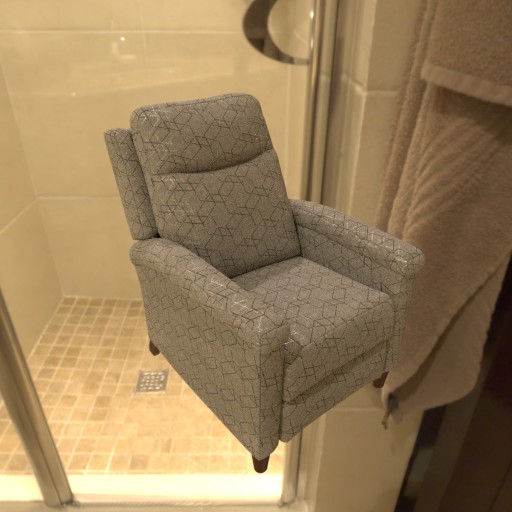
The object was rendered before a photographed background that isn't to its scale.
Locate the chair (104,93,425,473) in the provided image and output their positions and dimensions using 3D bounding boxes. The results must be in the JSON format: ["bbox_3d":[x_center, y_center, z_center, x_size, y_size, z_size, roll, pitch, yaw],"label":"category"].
[{"bbox_3d":[0.000,0.000,1.688,0.753,1.048,0.987,-21,36,-32],"label":"chair"}]
